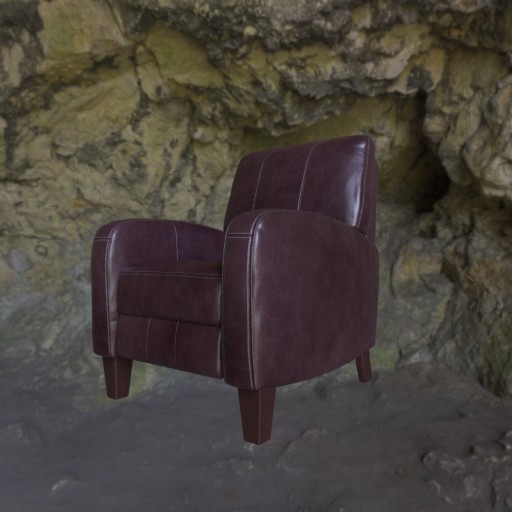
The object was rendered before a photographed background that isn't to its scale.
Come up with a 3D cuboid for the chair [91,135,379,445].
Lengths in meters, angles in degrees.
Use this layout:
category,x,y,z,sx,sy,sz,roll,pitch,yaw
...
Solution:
category,x,y,z,sx,sy,sz,roll,pitch,yaw
chair,0.000,0.000,1.695,0.762,0.990,0.990,0,0,36
